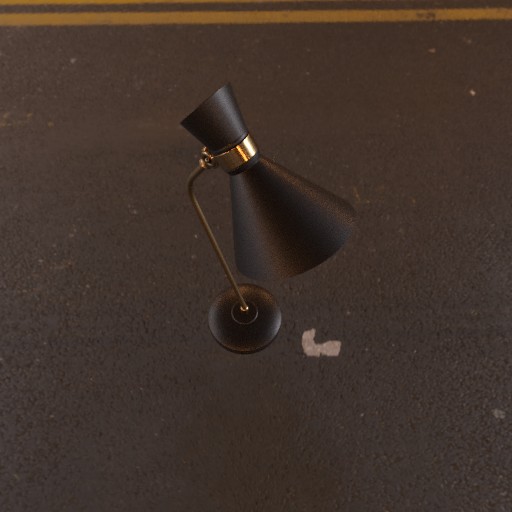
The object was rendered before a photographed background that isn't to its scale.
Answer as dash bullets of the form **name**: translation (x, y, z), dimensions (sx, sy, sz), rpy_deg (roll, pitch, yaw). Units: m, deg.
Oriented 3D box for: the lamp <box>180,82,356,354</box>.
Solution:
- **lamp**: translation (0.000, 0.000, 0.775), dimensions (0.292, 0.647, 0.189), rpy_deg (33, 64, 18)
